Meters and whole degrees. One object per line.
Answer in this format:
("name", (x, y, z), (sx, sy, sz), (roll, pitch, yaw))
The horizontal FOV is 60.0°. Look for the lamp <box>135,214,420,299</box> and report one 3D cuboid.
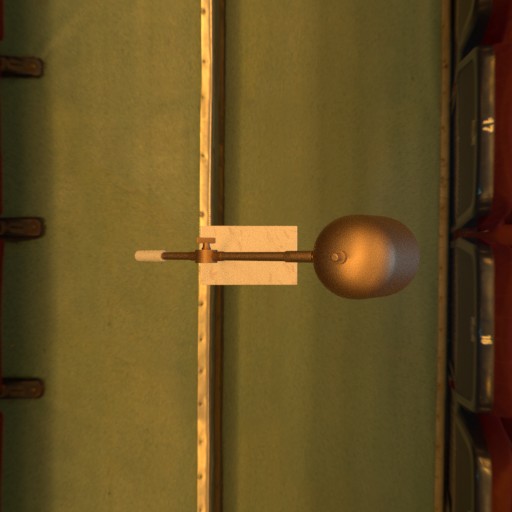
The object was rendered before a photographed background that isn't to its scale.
("lamp", (0.000, 0.000, 0.813), (0.471, 0.603, 0.144), (0, 90, -1))
